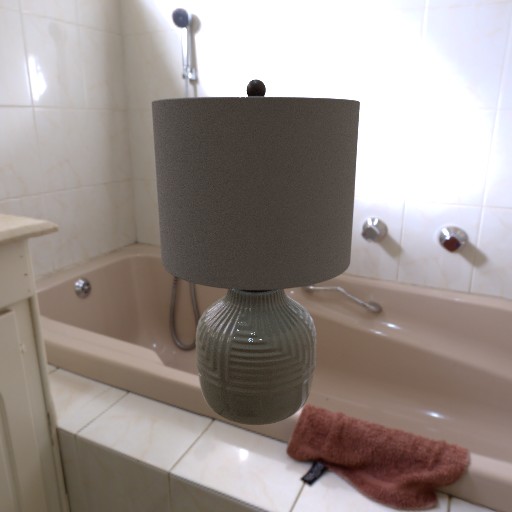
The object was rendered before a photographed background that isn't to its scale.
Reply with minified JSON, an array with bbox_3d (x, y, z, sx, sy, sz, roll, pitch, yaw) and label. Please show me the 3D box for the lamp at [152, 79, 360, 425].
[{"bbox_3d":[0.000,0.000,0.762,0.318,0.567,0.318,0,17,0],"label":"lamp"}]
